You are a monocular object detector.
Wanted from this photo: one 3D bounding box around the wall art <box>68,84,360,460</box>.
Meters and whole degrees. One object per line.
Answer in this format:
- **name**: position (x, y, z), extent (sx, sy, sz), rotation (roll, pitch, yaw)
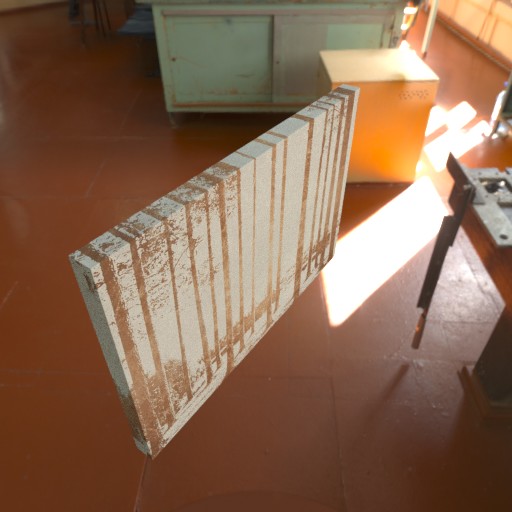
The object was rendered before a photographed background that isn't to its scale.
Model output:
- **wall art**: position (0.000, 0.000, 0.762), extent (0.035, 0.405, 0.609), rotation (25, 46, 26)
